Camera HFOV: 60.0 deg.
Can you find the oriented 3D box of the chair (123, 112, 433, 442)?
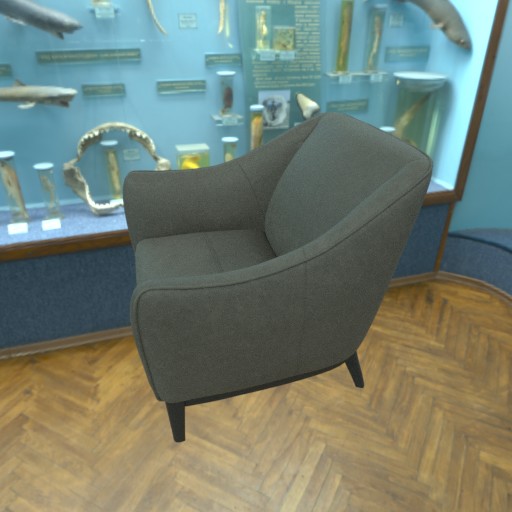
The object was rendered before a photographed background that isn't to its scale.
[{"bbox_3d":[0.000,0.000,1.543,0.852,0.830,0.871,-8,31,-14],"label":"chair"}]
